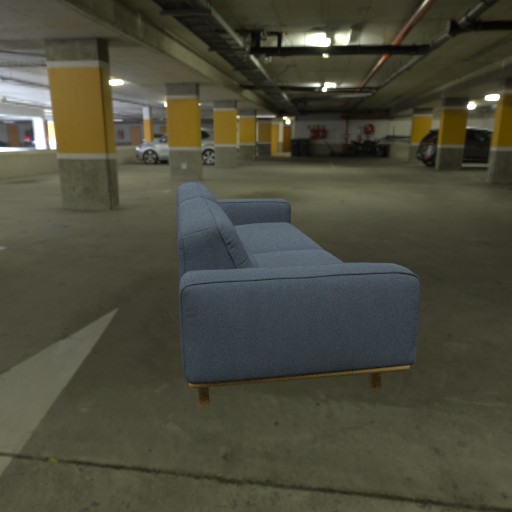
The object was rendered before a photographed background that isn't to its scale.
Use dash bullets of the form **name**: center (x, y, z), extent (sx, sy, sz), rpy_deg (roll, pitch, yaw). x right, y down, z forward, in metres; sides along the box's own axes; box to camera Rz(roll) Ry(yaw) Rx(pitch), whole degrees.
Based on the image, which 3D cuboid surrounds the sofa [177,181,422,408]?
- **sofa**: center (0.000, 0.000, 2.759), extent (0.953, 0.782, 2.270), rpy_deg (-3, 15, -10)
